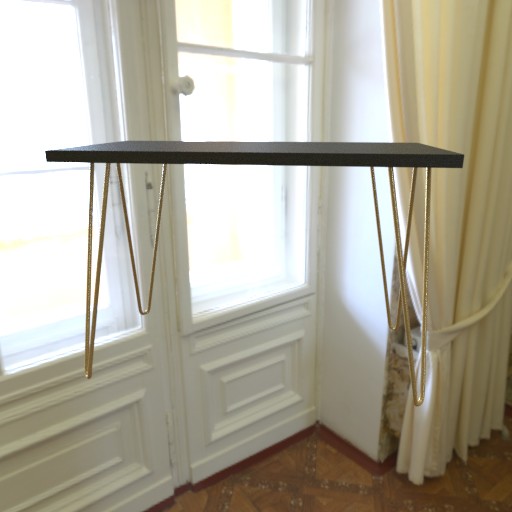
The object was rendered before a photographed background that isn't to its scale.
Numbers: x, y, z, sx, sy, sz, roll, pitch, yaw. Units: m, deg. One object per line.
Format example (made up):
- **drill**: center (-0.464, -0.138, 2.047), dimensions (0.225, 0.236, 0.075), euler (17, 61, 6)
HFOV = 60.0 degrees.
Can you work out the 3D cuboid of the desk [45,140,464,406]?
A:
- **desk**: center (0.000, 0.000, 1.368), dimensions (0.991, 0.660, 0.499), euler (2, 17, 8)
